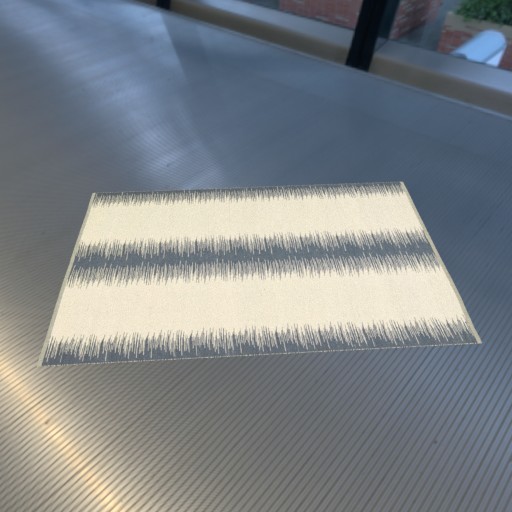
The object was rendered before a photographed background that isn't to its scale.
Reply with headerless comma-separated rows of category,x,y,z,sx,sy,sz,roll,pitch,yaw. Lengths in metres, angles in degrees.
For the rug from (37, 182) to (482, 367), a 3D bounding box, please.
rug,0.000,0.000,2.955,2.453,0.003,1.519,-2,45,-2
